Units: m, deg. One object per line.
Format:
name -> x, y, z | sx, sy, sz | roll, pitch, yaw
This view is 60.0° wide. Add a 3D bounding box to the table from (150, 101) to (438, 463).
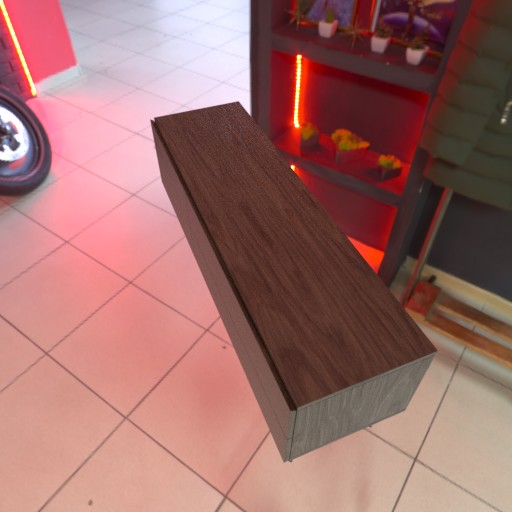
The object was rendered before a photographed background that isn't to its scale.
table -> 0.000, 0.000, 1.677 | 0.405, 0.508, 1.397 | -16, 48, -15
